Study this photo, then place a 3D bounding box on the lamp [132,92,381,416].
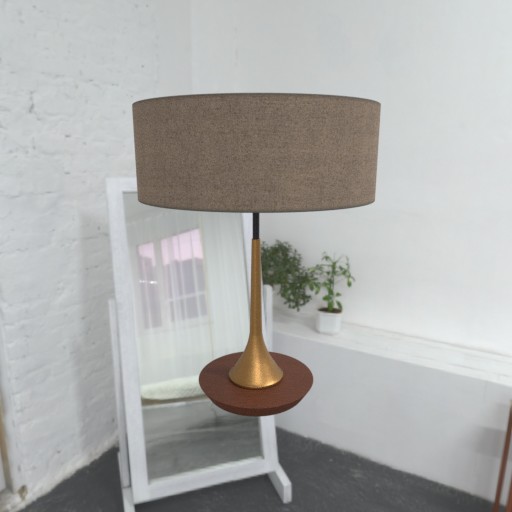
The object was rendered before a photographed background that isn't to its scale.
[{"bbox_3d":[0.000,0.000,0.829,0.417,0.551,0.396,2,14,8],"label":"lamp"}]
